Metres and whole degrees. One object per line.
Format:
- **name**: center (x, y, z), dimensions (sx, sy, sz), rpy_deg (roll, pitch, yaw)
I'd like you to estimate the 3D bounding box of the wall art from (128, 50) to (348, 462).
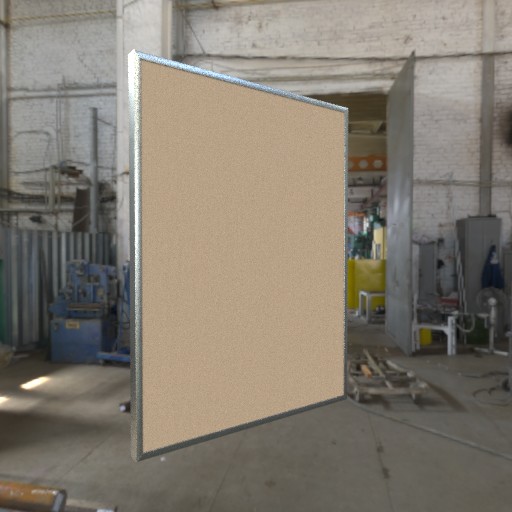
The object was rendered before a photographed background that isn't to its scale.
- **wall art**: center (0.000, 0.000, 1.396), dimensions (0.803, 1.062, 0.041), rpy_deg (-1, 2, -36)
